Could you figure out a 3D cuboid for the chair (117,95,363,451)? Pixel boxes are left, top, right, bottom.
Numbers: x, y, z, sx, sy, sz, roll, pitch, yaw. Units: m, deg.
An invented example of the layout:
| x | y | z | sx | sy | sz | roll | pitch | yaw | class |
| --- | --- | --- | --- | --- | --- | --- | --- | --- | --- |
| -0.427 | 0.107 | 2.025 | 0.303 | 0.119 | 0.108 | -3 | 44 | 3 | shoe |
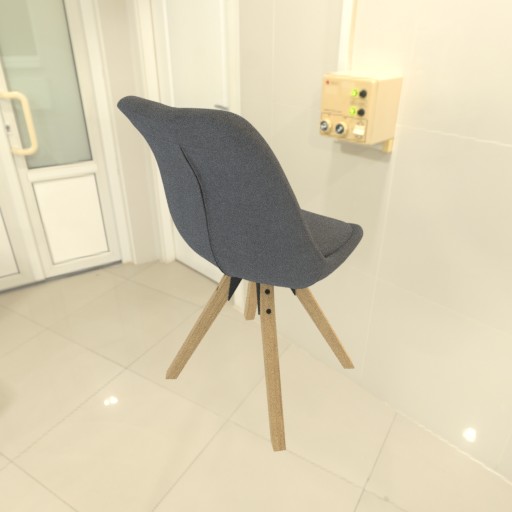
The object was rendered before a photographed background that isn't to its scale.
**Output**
| x | y | z | sx | sy | sz | roll | pitch | yaw | class |
| --- | --- | --- | --- | --- | --- | --- | --- | --- | --- |
| 0.000 | 0.000 | 1.183 | 0.485 | 0.850 | 0.550 | 21 | 35 | 33 | chair |
